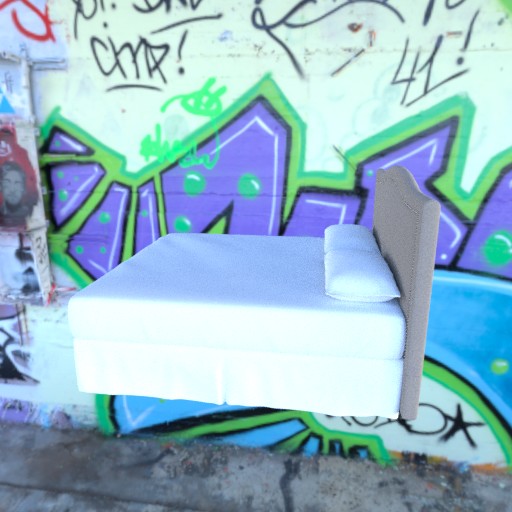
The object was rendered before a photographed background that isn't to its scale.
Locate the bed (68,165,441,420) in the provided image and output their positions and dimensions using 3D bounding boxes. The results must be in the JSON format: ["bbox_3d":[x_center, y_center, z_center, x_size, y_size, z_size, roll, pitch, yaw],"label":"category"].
[{"bbox_3d":[0.000,0.000,3.501,2.182,1.421,2.083,2,16,8],"label":"bed"}]
